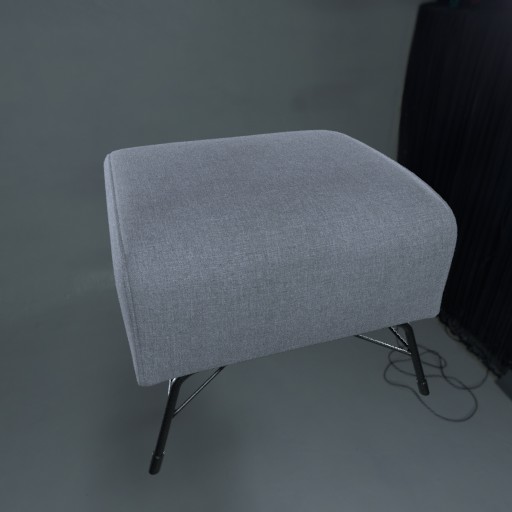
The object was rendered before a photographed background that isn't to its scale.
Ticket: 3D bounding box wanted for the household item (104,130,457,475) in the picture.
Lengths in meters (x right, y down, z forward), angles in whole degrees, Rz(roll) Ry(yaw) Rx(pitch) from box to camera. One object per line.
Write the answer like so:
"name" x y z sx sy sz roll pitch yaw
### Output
"household item" 0.000 0.000 0.880 0.530 0.410 0.530 -10 33 -15
